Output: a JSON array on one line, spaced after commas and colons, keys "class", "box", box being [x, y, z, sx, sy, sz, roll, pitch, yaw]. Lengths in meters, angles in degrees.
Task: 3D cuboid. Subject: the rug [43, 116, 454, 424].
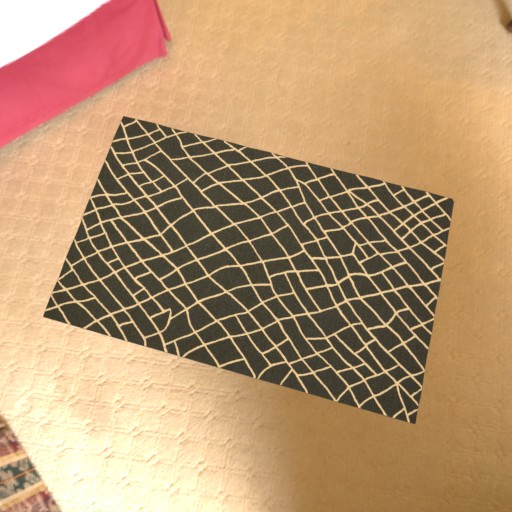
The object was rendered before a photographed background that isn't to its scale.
[{"class": "rug", "box": [0.000, 0.000, 2.976, 2.448, 0.017, 1.529, 15, 76, 4]}]
